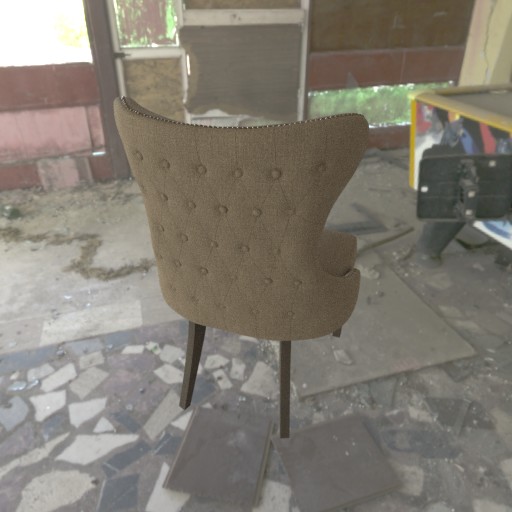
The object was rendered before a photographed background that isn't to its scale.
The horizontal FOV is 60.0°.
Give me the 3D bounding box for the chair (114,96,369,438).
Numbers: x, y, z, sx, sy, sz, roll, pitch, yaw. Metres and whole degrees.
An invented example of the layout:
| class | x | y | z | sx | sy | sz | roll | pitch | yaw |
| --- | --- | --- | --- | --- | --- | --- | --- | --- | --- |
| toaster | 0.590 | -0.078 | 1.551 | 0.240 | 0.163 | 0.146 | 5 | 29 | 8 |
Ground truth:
| class | x | y | z | sx | sy | sz | roll | pitch | yaw |
| --- | --- | --- | --- | --- | --- | --- | --- | --- | --- |
| chair | 0.000 | 0.000 | 1.344 | 0.628 | 0.967 | 0.635 | 10 | 32 | 16 |
